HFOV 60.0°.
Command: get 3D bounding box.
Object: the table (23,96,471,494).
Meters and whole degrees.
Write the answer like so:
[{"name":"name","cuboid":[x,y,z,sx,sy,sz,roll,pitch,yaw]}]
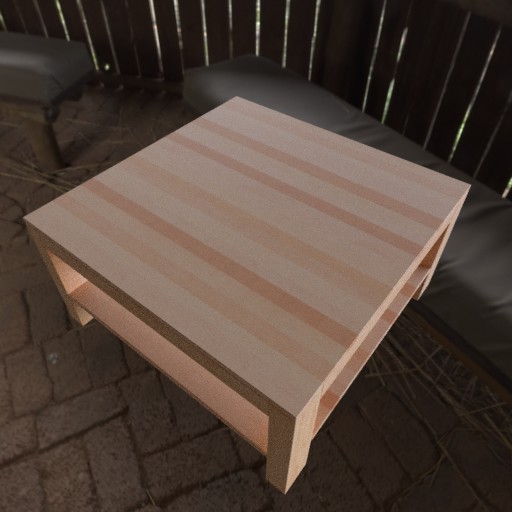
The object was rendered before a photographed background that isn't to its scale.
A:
[{"name":"table","cuboid":[0.000,0.000,1.412,0.900,0.450,0.900,30,53,26]}]
